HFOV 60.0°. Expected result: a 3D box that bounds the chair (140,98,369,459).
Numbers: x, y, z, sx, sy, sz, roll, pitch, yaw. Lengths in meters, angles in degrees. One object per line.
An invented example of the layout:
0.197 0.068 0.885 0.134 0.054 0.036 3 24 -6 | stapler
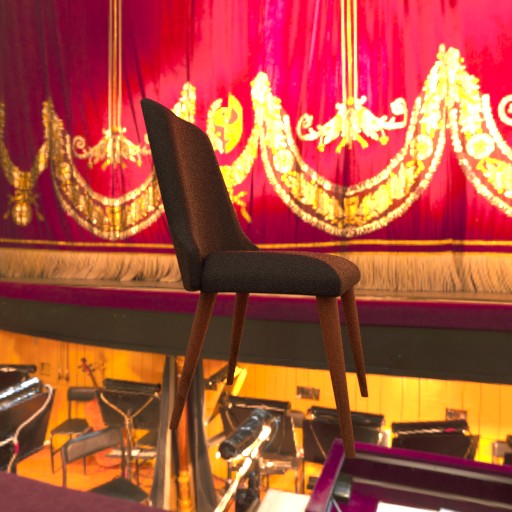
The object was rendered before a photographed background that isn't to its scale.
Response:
0.000 0.000 1.193 0.567 0.820 0.504 0 1 18 | chair
